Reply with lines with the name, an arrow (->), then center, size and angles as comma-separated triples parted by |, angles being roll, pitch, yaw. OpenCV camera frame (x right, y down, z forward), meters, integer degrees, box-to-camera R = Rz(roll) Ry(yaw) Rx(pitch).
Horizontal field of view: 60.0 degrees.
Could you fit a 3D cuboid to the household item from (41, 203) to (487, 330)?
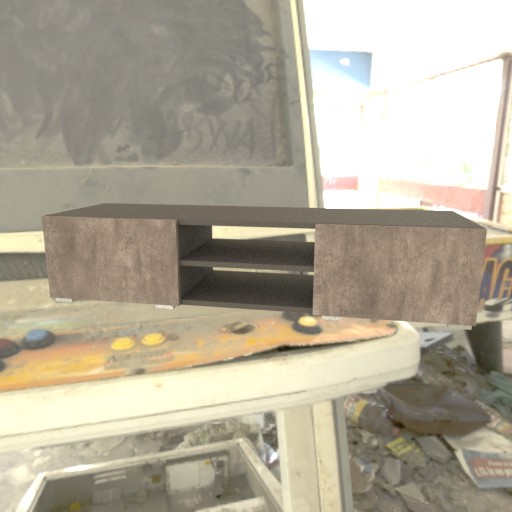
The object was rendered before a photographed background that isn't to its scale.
household item -> 0.000, 0.000, 1.603 | 1.400, 0.310, 0.420 | 2, 13, 11
